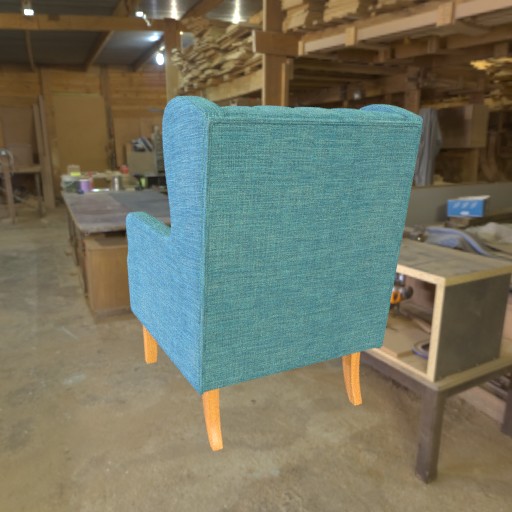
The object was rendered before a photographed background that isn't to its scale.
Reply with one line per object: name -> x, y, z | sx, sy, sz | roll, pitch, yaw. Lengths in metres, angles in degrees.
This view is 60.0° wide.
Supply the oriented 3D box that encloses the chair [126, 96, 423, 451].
chair -> 0.000, 0.000, 1.483 | 0.711, 0.952, 0.775 | -7, 16, -25
